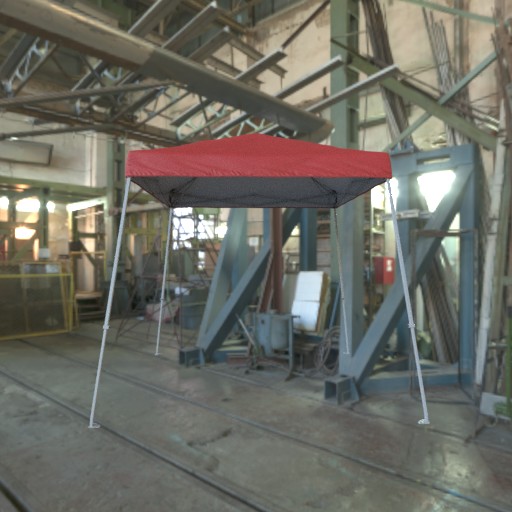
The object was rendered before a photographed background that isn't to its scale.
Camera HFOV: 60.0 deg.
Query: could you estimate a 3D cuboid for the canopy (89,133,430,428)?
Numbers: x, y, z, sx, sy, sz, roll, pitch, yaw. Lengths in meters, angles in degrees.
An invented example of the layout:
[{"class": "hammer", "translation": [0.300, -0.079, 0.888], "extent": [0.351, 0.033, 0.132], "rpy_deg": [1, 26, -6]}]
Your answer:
[{"class": "canopy", "translation": [0.000, 0.000, 6.478], "extent": [3.599, 3.600, 3.600], "rpy_deg": [0, 0, -2]}]
